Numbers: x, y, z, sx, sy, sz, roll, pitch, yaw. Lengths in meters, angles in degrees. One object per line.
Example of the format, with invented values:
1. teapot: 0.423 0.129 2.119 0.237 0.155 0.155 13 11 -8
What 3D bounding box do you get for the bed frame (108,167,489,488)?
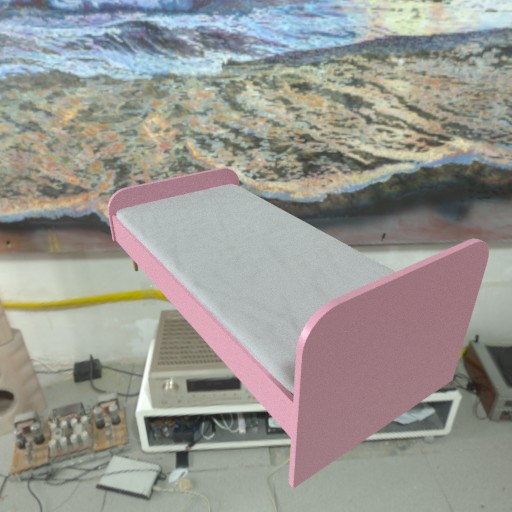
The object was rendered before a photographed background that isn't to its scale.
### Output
1. bed frame: 0.000 0.000 2.441 0.998 0.805 1.963 -19 34 -29
